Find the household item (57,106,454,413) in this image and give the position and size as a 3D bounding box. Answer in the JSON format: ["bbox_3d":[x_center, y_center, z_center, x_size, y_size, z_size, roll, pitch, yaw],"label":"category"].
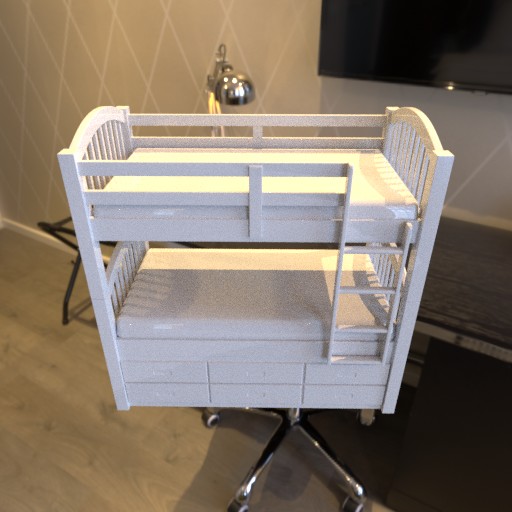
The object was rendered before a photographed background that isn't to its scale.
[{"bbox_3d":[0.000,0.000,3.190,2.032,2.032,1.143,0,31,1],"label":"household item"}]
